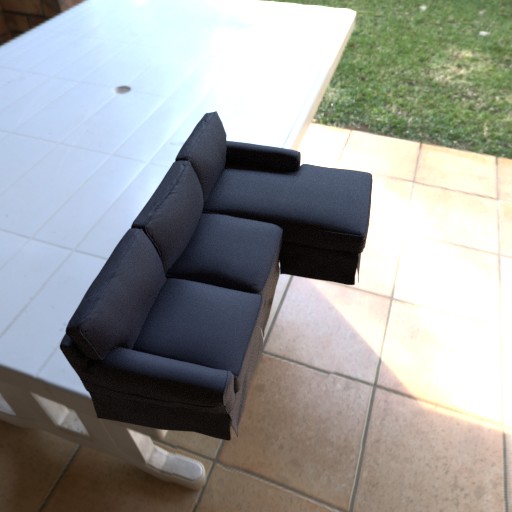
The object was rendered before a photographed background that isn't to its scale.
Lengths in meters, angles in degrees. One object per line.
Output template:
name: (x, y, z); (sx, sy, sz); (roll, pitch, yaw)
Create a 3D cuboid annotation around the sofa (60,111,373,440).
sofa: (0.000, 0.000, 3.334); (1.637, 1.039, 2.518); (10, 47, 10)
